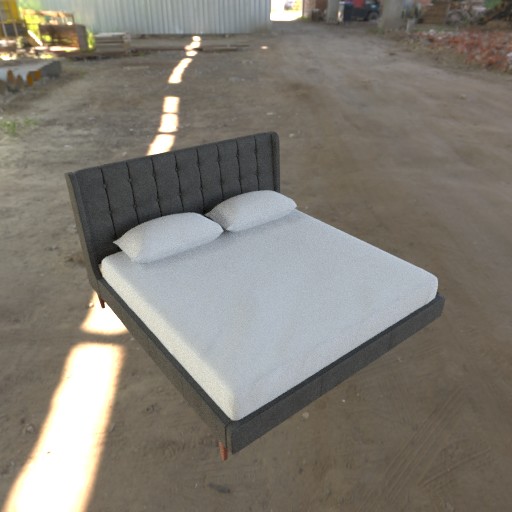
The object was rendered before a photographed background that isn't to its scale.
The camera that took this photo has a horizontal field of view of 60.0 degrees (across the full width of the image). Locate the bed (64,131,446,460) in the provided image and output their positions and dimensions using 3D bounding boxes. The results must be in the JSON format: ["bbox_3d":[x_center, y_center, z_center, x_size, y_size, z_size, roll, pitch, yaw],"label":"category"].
[{"bbox_3d":[0.000,0.000,2.626,1.531,0.933,1.638,-21,36,-32],"label":"bed"}]
